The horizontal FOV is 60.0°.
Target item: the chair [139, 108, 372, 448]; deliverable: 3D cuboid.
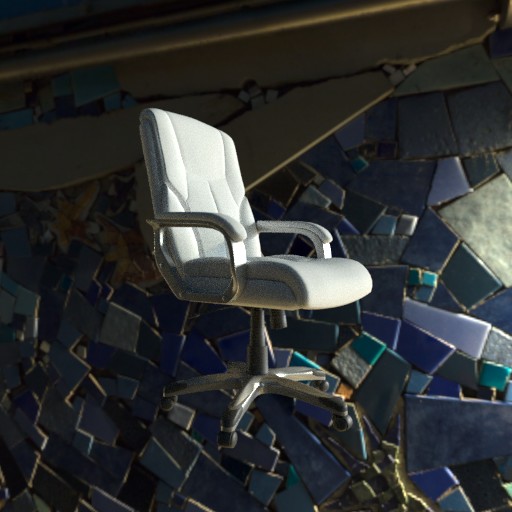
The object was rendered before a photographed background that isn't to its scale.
[{"bbox_3d":[0.000,0.000,1.624,0.738,1.120,0.687,1,1,34],"label":"chair"}]
